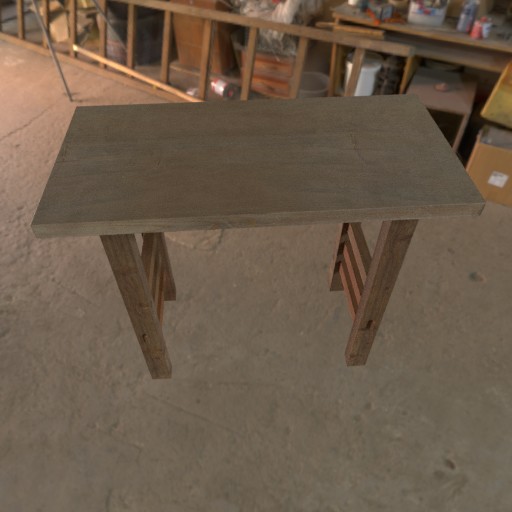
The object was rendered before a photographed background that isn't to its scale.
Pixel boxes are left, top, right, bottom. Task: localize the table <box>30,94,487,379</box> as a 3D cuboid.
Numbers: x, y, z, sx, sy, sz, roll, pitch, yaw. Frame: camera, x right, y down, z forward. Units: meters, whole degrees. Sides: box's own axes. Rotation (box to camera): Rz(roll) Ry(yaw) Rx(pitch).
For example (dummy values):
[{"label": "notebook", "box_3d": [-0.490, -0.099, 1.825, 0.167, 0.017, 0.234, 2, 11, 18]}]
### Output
[{"label": "table", "box_3d": [0.000, 0.000, 1.605, 1.119, 0.914, 0.556, -3, 48, -3]}]
